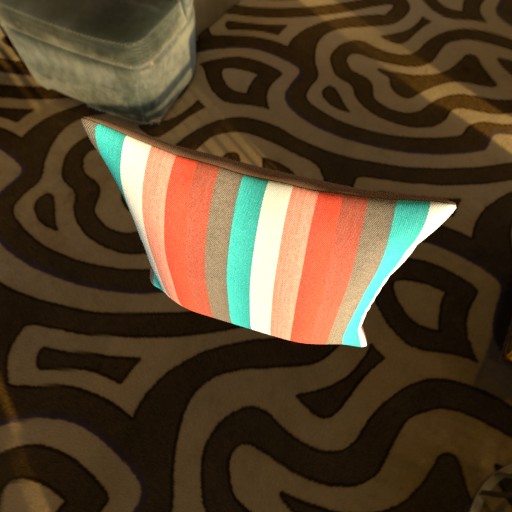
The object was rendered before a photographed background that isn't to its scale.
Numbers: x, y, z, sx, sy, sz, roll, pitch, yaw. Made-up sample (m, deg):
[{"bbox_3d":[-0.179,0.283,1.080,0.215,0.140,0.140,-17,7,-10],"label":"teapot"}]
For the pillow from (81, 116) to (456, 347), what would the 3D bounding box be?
[{"bbox_3d":[0.000,0.000,0.699,0.453,0.443,0.168,15,60,9],"label":"pillow"}]
